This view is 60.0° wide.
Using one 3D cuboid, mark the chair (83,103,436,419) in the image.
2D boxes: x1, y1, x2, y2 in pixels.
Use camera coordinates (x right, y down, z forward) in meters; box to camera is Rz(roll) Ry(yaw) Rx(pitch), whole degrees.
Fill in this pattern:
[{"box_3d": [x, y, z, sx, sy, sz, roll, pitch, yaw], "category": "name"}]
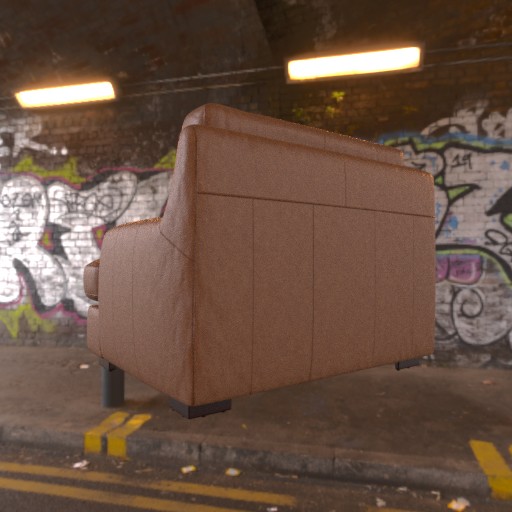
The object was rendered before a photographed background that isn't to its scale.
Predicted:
[{"box_3d": [0.000, 0.000, 1.972, 1.276, 0.978, 1.050, 0, -1, -36], "category": "chair"}]
